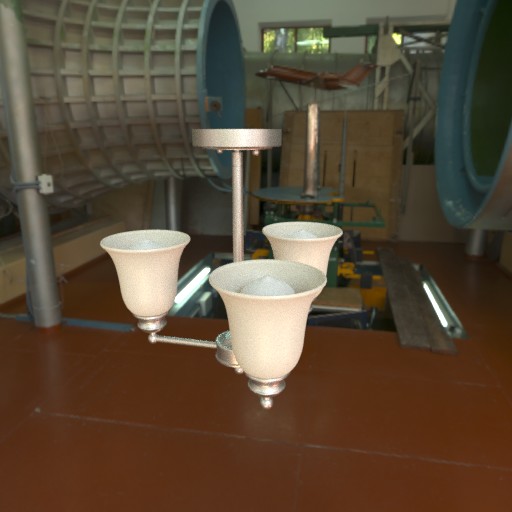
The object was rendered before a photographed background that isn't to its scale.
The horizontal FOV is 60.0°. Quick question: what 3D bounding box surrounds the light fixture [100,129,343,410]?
[{"bbox_3d":[0.000,0.000,0.674,0.388,0.370,0.354,15,22,42],"label":"light fixture"}]
